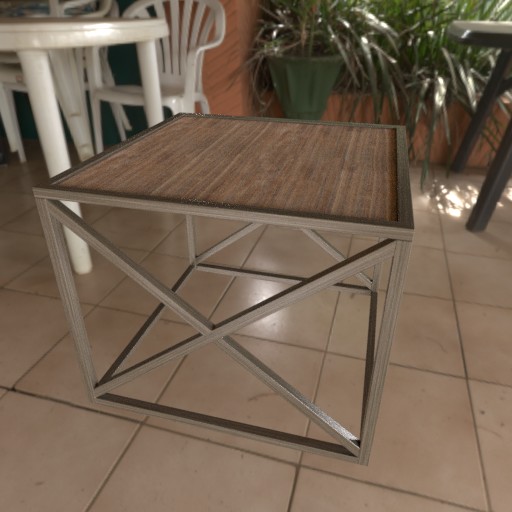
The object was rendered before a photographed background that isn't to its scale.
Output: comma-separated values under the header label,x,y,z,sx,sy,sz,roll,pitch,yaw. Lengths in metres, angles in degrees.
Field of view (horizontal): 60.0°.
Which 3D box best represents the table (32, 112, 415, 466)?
label,x,y,z,sx,sy,sz,roll,pitch,yaw
table,0.000,0.000,1.050,0.611,0.507,0.609,8,31,13
